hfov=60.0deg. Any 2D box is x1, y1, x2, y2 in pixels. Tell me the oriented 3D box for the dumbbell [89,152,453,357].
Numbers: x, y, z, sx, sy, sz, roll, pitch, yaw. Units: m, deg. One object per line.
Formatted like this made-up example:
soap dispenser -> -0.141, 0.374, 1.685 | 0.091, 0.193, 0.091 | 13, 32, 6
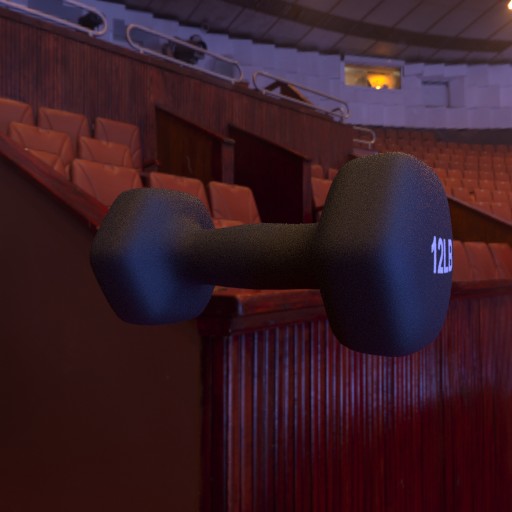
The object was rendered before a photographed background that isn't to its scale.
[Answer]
dumbbell -> 0.000, 0.000, 0.287 | 0.231, 0.101, 0.112 | 0, -1, 36
